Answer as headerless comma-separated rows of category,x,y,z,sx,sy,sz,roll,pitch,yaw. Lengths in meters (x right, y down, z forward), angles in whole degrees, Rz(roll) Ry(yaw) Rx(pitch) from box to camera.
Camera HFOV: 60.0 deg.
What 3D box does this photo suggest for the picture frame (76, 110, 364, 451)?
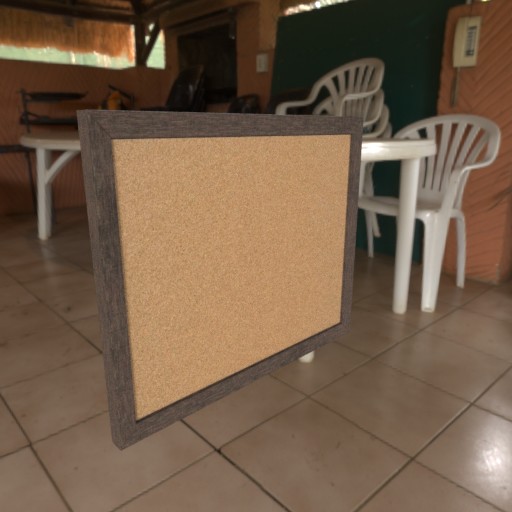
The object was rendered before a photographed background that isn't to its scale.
picture frame,0.000,0.000,0.747,0.546,0.455,0.026,-15,22,-41
